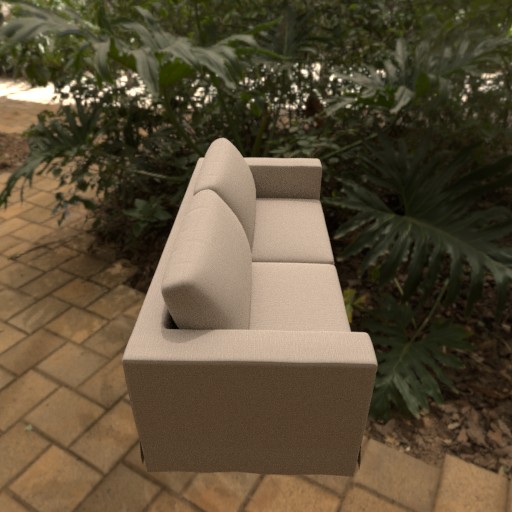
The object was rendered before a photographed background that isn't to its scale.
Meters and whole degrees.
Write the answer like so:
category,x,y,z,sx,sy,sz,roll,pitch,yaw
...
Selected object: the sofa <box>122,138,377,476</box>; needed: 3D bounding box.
category,x,y,z,sx,sy,sz,roll,pitch,yaw
sofa,0.000,0.000,2.604,0.954,0.881,2.163,1,32,1
